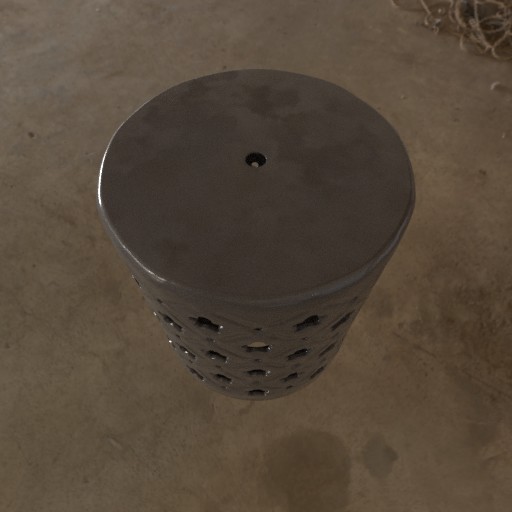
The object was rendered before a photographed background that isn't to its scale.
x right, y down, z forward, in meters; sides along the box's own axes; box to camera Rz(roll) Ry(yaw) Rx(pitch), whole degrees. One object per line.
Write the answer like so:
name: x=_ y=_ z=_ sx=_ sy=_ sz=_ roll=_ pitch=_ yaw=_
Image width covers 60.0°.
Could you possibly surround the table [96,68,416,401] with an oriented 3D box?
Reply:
table: x=0.000 y=0.000 z=0.647 sx=0.352 sy=0.387 sz=0.352 roll=0 pitch=57 yaw=0
